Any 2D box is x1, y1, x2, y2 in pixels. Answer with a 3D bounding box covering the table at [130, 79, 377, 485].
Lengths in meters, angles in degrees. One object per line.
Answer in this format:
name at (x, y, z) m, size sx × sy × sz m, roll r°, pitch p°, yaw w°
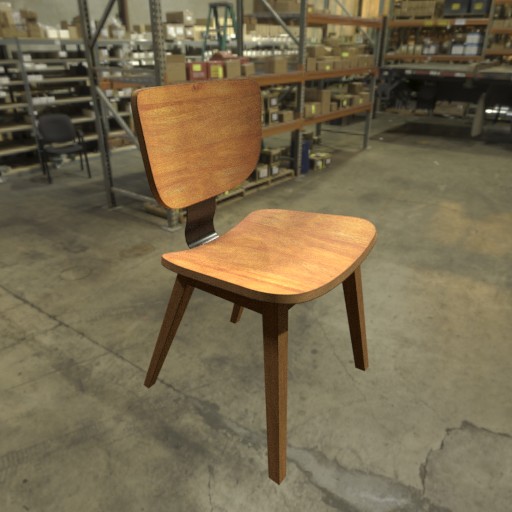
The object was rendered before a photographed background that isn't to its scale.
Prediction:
table at (0.000, 0.000, 1.127) m, size 0.500 × 0.805 × 0.499 m, roll 18°, pitch 31°, yaw 32°
